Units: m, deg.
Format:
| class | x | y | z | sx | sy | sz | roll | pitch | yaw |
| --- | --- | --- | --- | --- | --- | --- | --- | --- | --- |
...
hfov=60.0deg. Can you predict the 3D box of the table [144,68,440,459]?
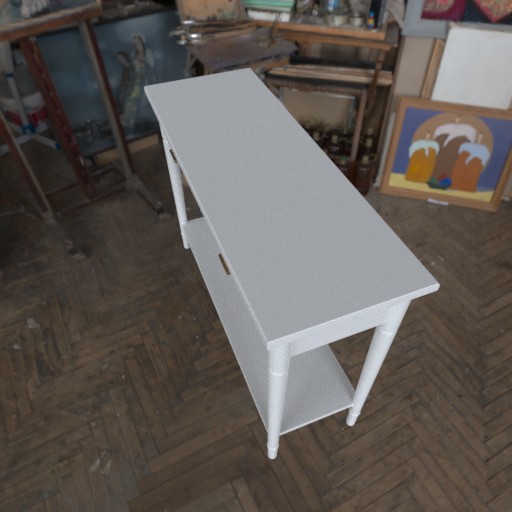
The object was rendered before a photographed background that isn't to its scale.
| class | x | y | z | sx | sy | sz | roll | pitch | yaw |
| --- | --- | --- | --- | --- | --- | --- | --- | --- | --- |
| table | 0.000 | 0.000 | 1.461 | 0.381 | 0.749 | 1.067 | -16 | 49 | -15 |
